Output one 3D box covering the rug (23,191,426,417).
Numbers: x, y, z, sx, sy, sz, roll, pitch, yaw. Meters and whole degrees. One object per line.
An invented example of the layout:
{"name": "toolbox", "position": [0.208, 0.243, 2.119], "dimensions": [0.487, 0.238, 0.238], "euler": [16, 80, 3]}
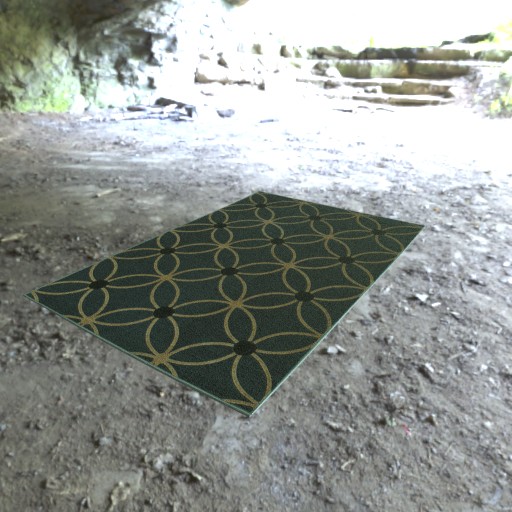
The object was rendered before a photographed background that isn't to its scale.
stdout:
{"name": "rug", "position": [0.000, 0.000, 2.849], "dimensions": [1.522, 0.008, 2.284], "euler": [17, 30, 31]}
